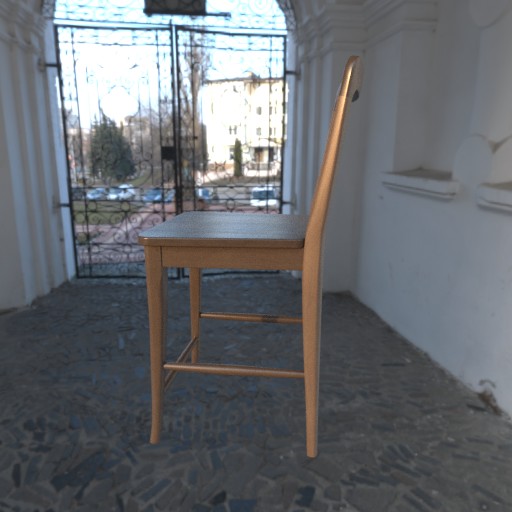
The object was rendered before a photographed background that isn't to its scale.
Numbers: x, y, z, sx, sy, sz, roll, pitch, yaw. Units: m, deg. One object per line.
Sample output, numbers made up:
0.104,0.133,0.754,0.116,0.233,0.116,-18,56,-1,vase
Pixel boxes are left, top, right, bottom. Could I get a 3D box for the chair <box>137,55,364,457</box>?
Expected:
0.000,0.000,1.280,0.546,0.991,0.450,2,14,8,chair
